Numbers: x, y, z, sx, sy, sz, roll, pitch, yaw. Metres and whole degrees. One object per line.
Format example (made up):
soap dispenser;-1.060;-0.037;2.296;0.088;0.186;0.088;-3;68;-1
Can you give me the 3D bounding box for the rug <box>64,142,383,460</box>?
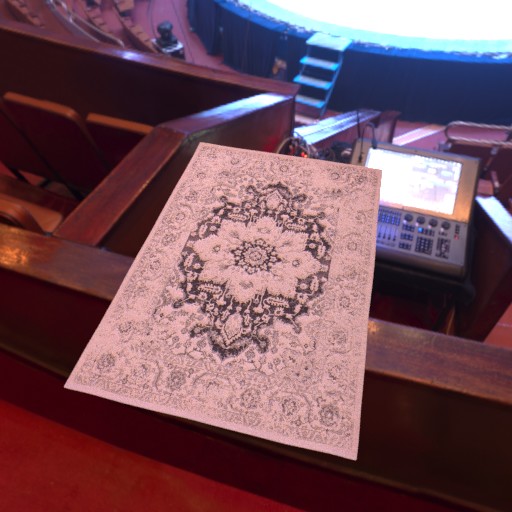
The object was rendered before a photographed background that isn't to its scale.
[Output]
rug;0.000;0.000;2.339;1.223;0.008;1.813;10;50;9
